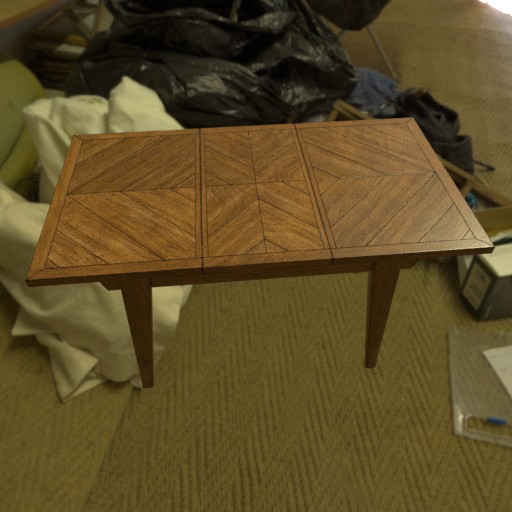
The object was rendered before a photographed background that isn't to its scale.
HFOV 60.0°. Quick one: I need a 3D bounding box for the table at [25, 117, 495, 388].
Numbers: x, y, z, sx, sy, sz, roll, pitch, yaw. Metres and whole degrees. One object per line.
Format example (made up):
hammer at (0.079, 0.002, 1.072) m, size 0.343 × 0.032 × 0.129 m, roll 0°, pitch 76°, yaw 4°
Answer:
table at (0.000, 0.000, 1.846) m, size 1.400 × 0.760 × 0.757 m, roll -4°, pitch 48°, yaw -4°
